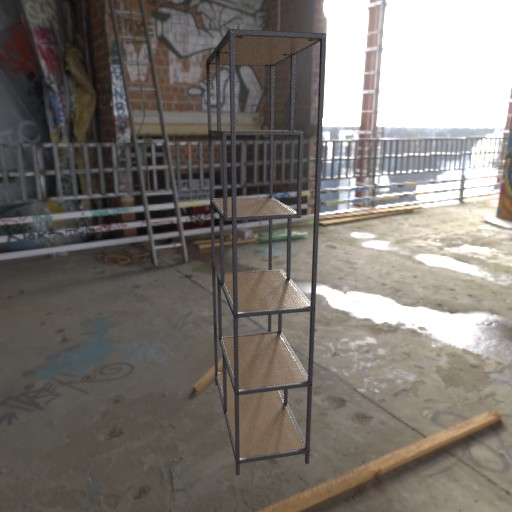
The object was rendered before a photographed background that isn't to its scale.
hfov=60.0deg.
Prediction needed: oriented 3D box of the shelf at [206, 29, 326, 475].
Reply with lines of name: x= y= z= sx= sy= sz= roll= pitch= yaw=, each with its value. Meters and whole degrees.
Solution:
shelf: x=0.000 y=0.000 z=2.163 sx=0.350 sy=1.850 sz=0.770 roll=-3 pitch=17 yaw=-12
